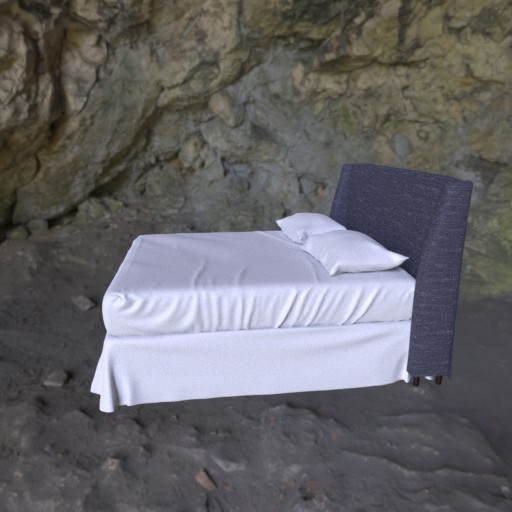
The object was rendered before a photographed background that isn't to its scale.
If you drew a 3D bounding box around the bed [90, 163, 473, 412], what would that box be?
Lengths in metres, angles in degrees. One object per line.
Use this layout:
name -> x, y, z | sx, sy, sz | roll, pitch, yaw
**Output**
bed -> 0.000, 0.000, 3.442 | 2.276, 1.332, 1.925 | -2, 15, -7
